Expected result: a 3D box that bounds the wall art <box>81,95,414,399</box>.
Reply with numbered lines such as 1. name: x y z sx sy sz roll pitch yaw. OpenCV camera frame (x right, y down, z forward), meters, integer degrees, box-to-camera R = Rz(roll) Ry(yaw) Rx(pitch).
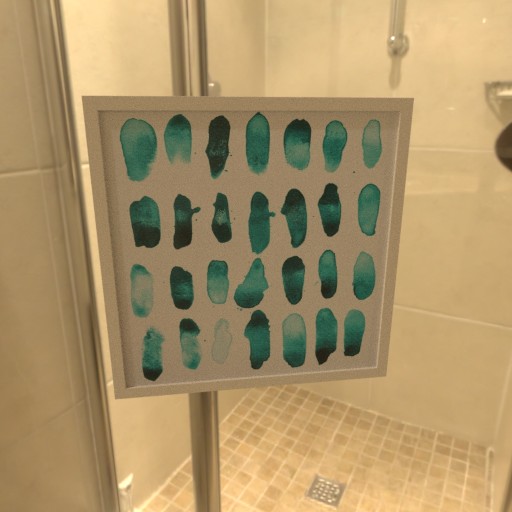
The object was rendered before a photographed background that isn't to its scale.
1. wall art: 0.000 0.000 0.675 0.456 0.457 0.009 -2 17 -8
